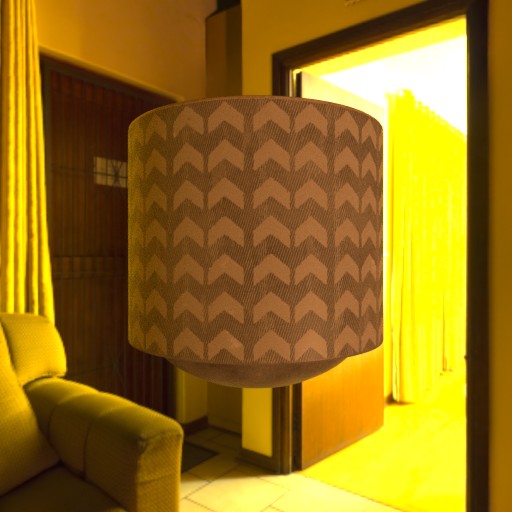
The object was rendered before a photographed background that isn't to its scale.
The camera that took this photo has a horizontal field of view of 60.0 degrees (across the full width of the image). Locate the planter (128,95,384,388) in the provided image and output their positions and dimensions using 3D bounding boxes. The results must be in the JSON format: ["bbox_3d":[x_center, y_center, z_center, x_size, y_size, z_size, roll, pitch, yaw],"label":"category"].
[{"bbox_3d":[0.000,0.000,0.452,0.250,0.239,0.250,0,0,0],"label":"planter"}]
